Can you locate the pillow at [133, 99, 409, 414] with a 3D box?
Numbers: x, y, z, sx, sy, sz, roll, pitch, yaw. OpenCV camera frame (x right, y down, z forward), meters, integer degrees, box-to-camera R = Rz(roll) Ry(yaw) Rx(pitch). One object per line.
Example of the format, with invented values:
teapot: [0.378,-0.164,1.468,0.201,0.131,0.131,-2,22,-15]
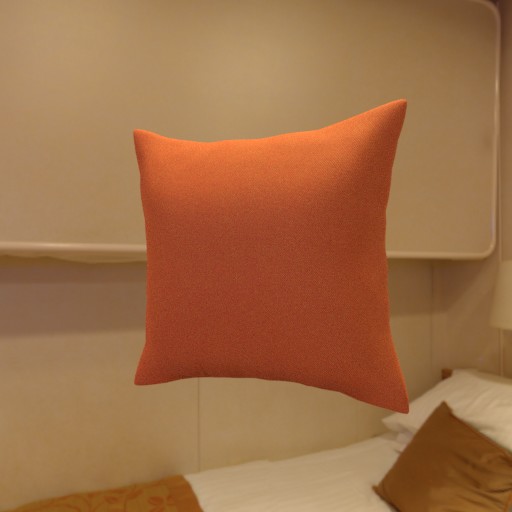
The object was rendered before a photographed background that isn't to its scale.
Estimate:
pillow: [0.000,0.000,0.697,0.453,0.444,0.169,0,-1,19]
